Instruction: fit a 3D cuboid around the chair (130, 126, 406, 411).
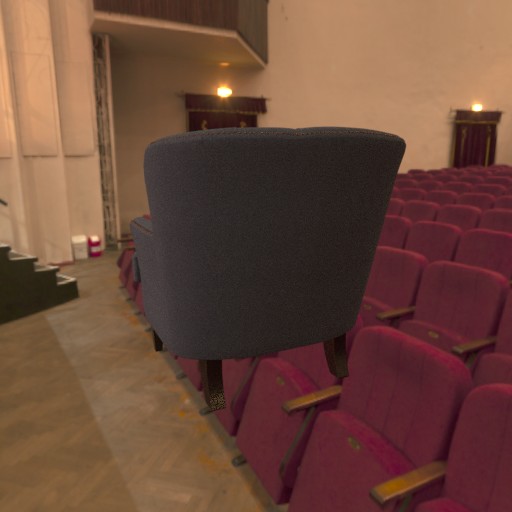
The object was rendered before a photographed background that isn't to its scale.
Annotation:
[{"bbox_3d":[0.000,0.000,1.627,0.848,0.868,0.906,-6,14,-25],"label":"chair"}]
